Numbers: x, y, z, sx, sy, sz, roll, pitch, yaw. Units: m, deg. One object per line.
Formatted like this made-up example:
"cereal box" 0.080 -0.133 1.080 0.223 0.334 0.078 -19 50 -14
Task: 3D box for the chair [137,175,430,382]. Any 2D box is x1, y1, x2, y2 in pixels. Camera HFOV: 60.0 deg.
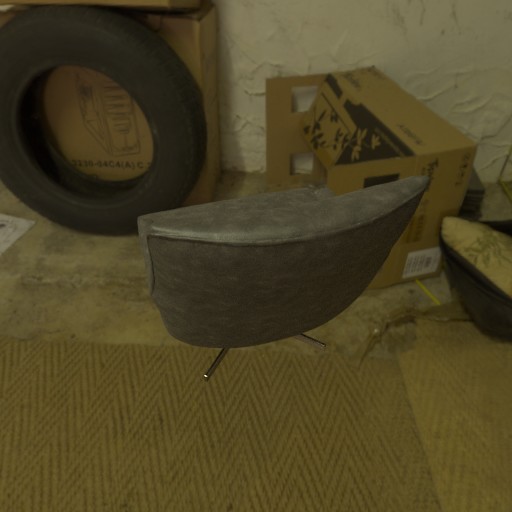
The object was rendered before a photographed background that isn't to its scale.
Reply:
"chair" 0.000 0.000 1.504 0.738 0.870 0.874 -11 42 -13
